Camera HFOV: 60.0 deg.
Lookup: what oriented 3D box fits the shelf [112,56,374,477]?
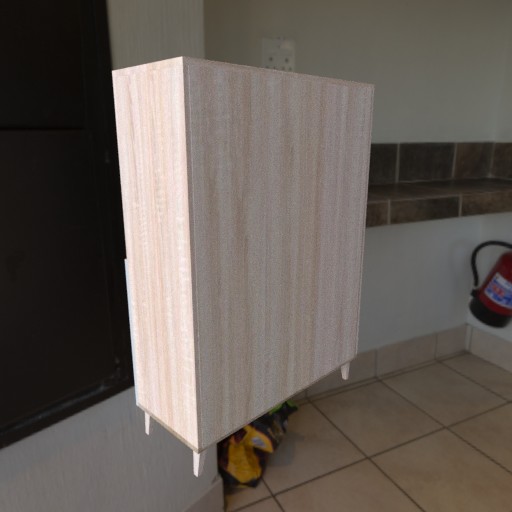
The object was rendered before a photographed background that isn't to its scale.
[{"bbox_3d":[0.000,0.000,1.879,0.995,1.405,0.434,-15,21,-43],"label":"shelf"}]
